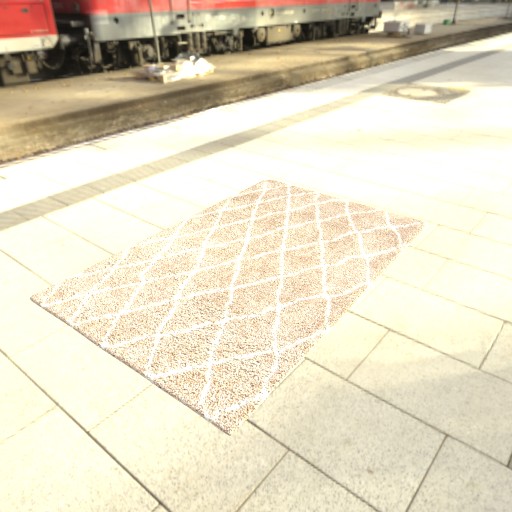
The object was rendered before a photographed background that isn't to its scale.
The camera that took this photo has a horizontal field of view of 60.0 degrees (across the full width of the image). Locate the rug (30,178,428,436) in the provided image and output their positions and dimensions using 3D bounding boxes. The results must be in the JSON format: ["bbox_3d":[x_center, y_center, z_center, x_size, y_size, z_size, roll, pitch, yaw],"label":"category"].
[{"bbox_3d":[0.000,0.000,3.469,1.778,0.030,2.743,22,37,31],"label":"rug"}]
